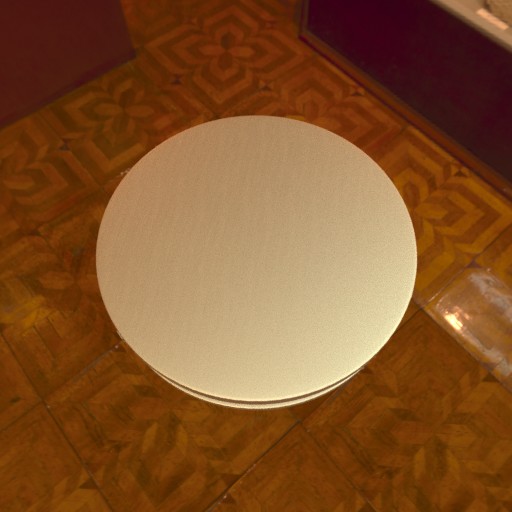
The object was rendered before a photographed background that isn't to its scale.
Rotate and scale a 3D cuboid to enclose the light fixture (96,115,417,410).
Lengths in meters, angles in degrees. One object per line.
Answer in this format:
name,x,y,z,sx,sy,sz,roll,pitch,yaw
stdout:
light fixture,0.000,0.000,0.538,0.356,0.102,0.356,0,64,0
